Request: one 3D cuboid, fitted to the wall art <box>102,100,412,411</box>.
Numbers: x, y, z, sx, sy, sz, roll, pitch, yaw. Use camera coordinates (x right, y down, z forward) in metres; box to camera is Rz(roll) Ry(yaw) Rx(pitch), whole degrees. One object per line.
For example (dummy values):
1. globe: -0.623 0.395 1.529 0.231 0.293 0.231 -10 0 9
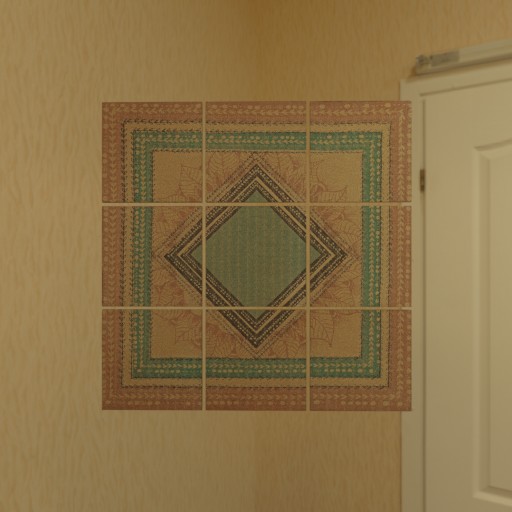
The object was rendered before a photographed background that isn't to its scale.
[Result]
1. wall art: 0.000 0.000 1.746 1.215 1.213 0.013 0 0 1
